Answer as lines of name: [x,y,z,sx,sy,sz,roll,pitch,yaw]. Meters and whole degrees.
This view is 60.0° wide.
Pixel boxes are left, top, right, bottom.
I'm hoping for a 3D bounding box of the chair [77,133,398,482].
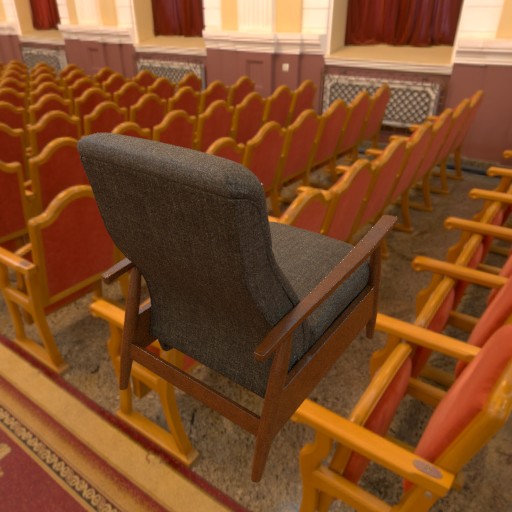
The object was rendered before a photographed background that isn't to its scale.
chair: [0.000,0.000,1.766,0.762,1.082,1.014,20,35,31]
